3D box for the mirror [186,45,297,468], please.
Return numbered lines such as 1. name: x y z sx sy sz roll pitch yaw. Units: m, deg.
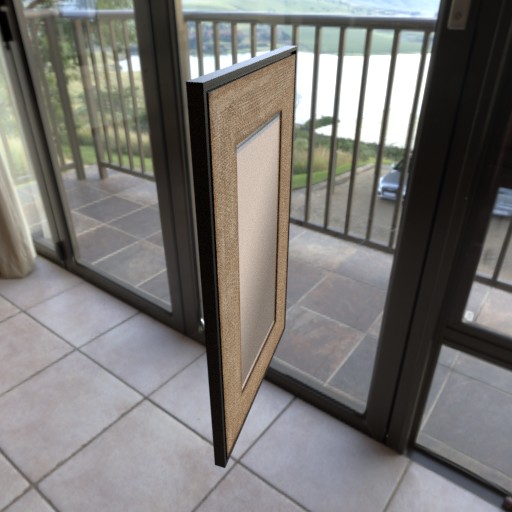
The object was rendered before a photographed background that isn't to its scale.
1. mirror: 0.000 0.000 1.492 0.038 1.219 0.762 10 32 16
